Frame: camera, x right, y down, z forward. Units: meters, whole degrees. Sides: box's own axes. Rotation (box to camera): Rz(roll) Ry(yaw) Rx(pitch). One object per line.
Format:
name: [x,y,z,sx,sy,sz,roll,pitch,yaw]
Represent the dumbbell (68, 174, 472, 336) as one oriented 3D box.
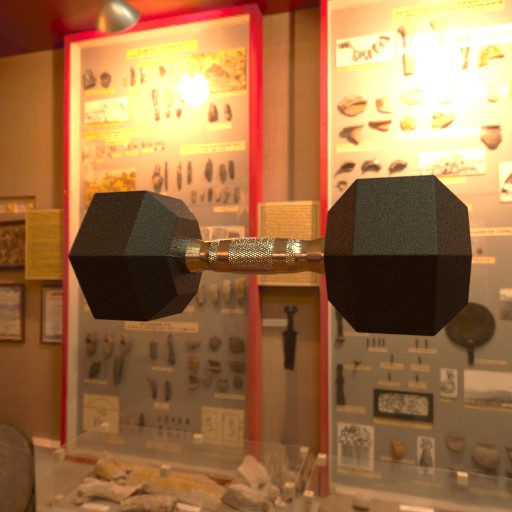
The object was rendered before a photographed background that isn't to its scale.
dumbbell: [0.000,0.000,0.416,0.356,0.123,0.141,0,0,18]
